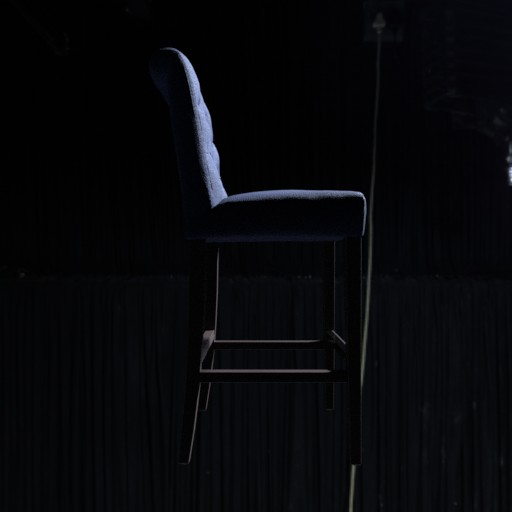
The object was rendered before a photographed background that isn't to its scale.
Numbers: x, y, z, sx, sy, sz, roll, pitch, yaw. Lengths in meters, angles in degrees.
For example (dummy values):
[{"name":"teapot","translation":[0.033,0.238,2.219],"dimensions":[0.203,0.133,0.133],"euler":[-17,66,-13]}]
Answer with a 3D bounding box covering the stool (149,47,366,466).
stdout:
[{"name":"stool","translation":[0.000,0.000,1.426],"dimensions":[0.601,1.140,0.493],"euler":[0,0,0]}]
